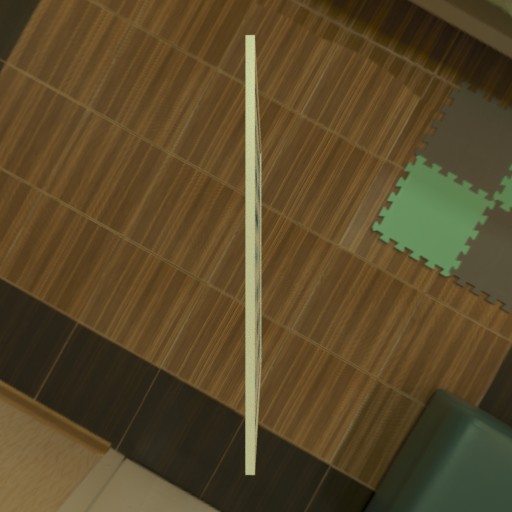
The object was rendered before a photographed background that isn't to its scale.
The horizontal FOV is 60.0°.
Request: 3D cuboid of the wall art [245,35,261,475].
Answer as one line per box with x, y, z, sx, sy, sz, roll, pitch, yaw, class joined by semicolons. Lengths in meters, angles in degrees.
0.000;0.000;0.840;0.012;0.557;0.557;0;89;2;wall art
